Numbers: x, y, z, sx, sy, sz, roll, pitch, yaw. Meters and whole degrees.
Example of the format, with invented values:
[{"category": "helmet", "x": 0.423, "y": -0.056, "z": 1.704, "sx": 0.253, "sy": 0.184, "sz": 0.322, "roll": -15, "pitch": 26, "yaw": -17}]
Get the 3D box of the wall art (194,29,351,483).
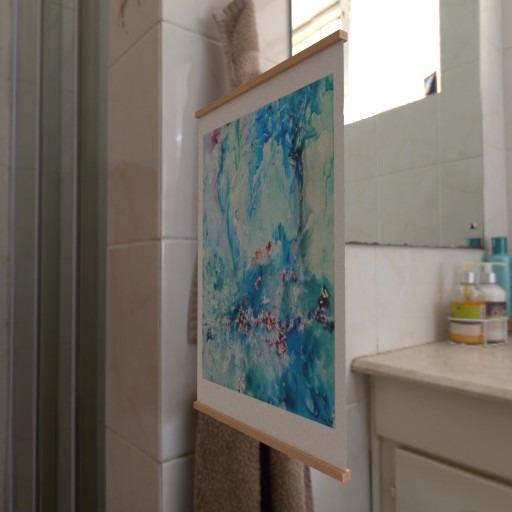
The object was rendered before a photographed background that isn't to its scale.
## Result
[{"category": "wall art", "x": 0.000, "y": 0.000, "z": 0.636, "sx": 0.013, "sy": 0.510, "sz": 0.335, "roll": 1, "pitch": -2, "yaw": -37}]
